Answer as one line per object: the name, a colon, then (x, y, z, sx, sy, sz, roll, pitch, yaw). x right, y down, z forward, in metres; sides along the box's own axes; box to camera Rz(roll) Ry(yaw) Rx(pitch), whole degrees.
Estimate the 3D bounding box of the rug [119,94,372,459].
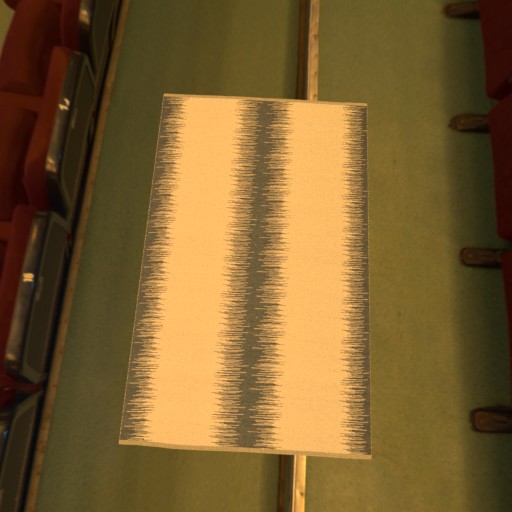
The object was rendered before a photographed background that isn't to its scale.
rug: (0.000, 0.000, 2.982, 1.519, 0.003, 2.453, 3, 75, 1)
